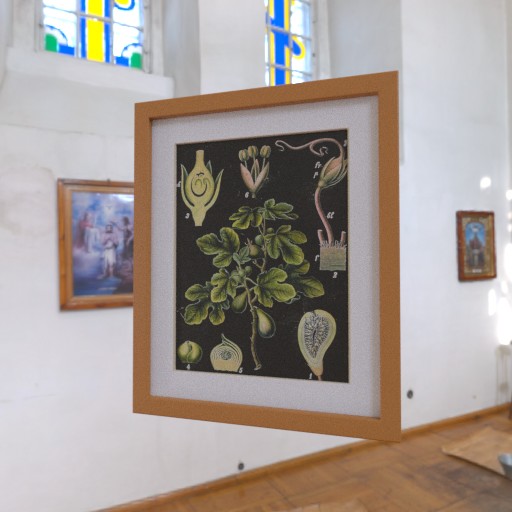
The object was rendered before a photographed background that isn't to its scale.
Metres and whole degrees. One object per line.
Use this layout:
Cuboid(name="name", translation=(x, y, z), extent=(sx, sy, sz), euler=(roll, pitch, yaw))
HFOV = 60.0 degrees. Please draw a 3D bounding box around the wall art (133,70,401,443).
Cuboid(name="wall art", translation=(0.000, 0.000, 0.733), extent=(0.452, 0.553, 0.022), euler=(0, -1, 17))
